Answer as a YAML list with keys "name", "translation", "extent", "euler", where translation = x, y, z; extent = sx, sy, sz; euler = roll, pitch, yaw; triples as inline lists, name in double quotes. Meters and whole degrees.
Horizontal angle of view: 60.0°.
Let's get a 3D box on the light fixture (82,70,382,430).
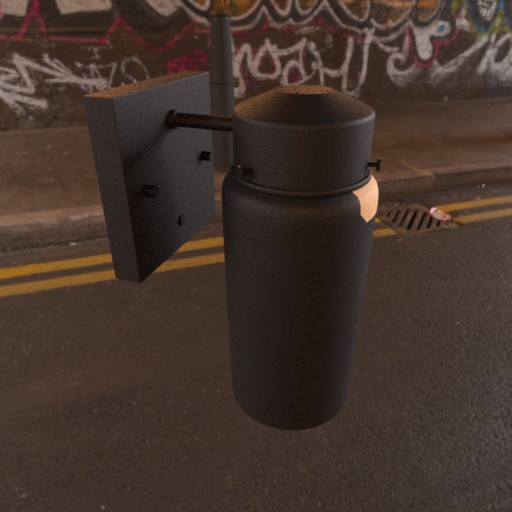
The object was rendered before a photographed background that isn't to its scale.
- name: "light fixture"
  translation: [0.000, 0.000, 0.356]
  extent: [0.176, 0.257, 0.130]
  euler: [10, 31, 18]
